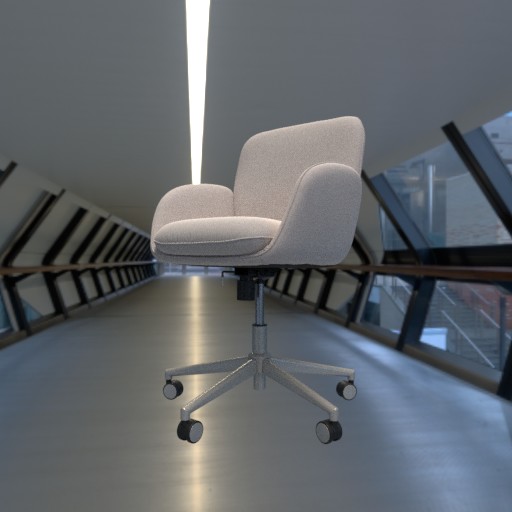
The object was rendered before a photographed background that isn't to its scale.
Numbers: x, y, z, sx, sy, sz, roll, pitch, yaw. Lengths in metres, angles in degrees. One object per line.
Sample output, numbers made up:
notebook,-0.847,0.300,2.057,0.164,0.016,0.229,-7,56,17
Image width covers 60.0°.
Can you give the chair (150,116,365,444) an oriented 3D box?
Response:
chair,0.000,0.000,1.379,0.648,0.959,0.633,0,0,37
